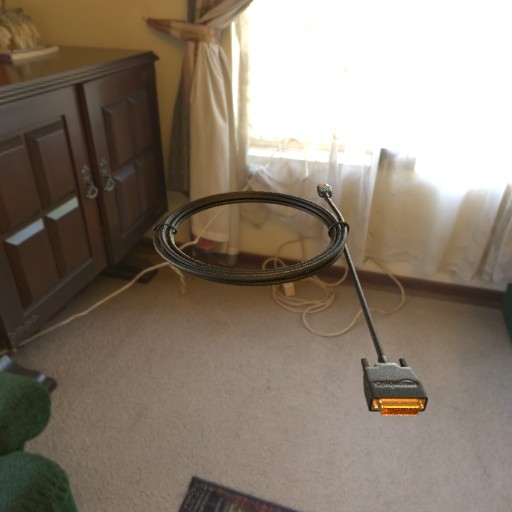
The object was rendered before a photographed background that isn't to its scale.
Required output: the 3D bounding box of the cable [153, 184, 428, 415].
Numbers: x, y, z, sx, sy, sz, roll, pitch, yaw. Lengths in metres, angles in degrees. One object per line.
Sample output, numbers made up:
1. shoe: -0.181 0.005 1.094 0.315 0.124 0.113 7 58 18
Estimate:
1. cable: 0.000 0.000 0.504 0.257 0.030 0.422 0 31 0
